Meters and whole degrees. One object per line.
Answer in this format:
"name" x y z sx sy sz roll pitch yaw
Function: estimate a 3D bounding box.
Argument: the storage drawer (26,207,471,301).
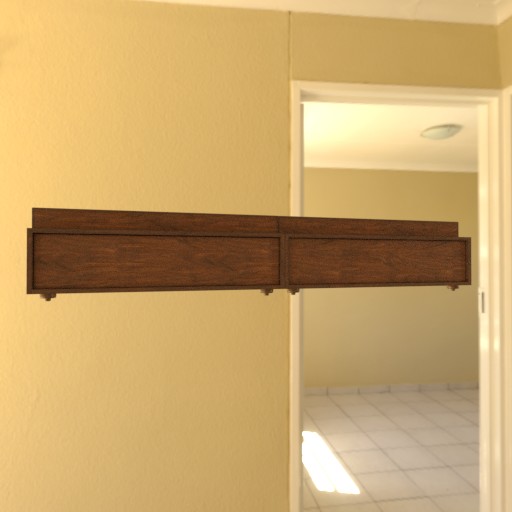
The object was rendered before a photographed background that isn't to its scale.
"storage drawer" 0.000 0.000 2.192 1.914 0.339 0.774 0 -1 -18
